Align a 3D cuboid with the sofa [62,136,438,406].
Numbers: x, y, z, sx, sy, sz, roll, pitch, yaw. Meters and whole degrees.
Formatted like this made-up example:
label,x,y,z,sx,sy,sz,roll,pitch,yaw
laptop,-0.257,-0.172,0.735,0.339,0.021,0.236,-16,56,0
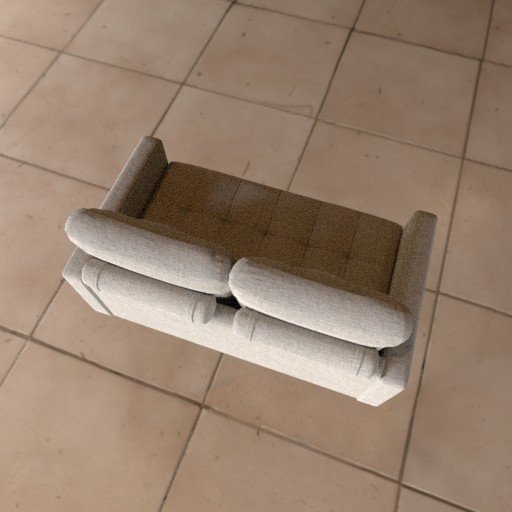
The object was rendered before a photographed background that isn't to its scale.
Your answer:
label,x,y,z,sx,sy,sz,roll,pitch,yaw
sofa,0.000,0.000,1.950,1.407,0.907,0.842,17,64,8
